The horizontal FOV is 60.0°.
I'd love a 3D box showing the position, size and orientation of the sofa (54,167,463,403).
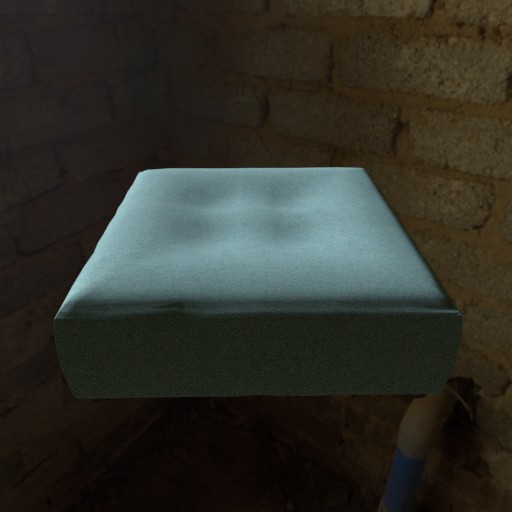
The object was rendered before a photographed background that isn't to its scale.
[{"bbox_3d":[0.000,0.000,1.433,0.930,0.330,0.930,0,31,-1],"label":"sofa"}]
